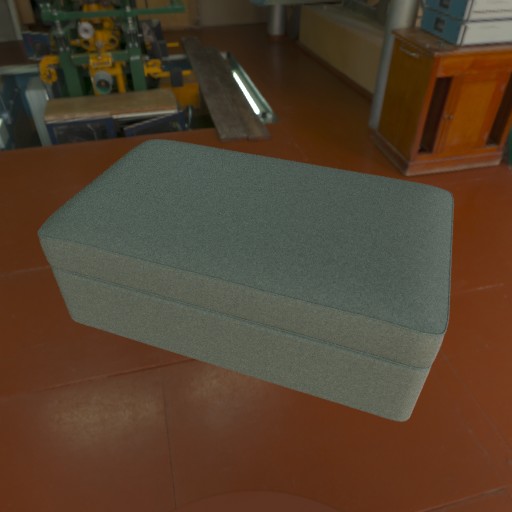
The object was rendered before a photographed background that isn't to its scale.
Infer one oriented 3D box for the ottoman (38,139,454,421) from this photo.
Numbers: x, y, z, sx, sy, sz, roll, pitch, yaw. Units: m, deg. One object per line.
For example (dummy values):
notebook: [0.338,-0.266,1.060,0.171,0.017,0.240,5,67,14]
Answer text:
ottoman: [0.000,0.000,1.519,1.173,0.494,0.681,13,42,15]
